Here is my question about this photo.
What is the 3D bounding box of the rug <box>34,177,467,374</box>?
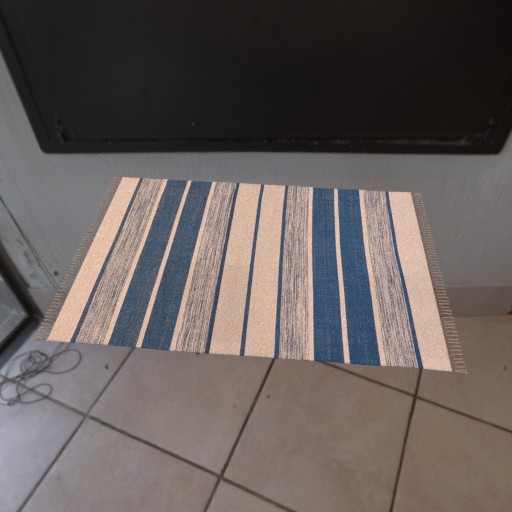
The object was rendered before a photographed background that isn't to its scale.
[{"bbox_3d":[0.000,0.000,2.995,2.441,0.010,1.532,4,48,3],"label":"rug"}]
